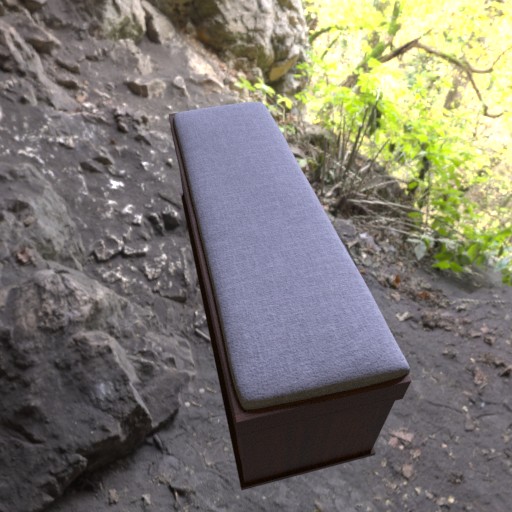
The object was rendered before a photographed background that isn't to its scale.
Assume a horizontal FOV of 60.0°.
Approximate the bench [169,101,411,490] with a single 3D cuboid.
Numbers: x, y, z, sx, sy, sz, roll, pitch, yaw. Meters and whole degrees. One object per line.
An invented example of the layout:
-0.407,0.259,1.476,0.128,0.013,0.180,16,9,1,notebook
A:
0.000,0.000,1.391,0.367,0.468,1.196,-10,46,-10,bench
